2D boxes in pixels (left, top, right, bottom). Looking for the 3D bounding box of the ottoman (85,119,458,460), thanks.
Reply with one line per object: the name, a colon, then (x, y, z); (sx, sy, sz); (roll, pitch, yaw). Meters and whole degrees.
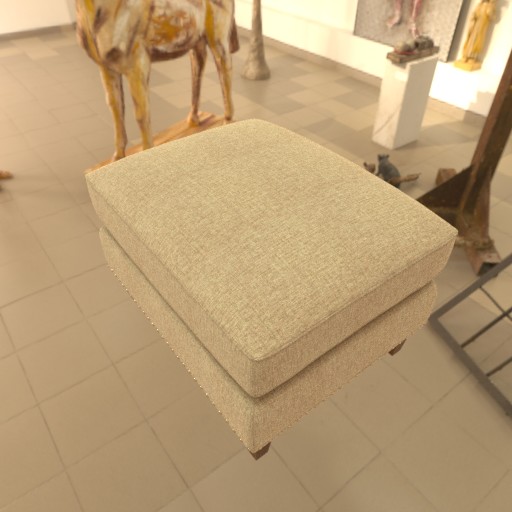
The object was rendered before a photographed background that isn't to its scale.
ottoman: (0.000, 0.000, 1.166); (0.584, 0.513, 0.741); (-27, 48, -27)
